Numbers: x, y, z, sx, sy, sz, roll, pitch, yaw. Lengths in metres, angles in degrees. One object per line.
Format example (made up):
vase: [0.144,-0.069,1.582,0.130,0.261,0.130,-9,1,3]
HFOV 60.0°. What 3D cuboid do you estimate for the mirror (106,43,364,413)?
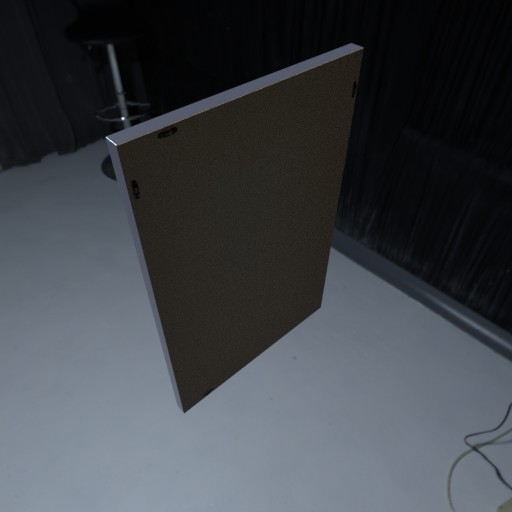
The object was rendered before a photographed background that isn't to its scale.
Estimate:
mirror: [0.000,0.000,1.163,0.609,0.915,0.040,-32,53,-28]
